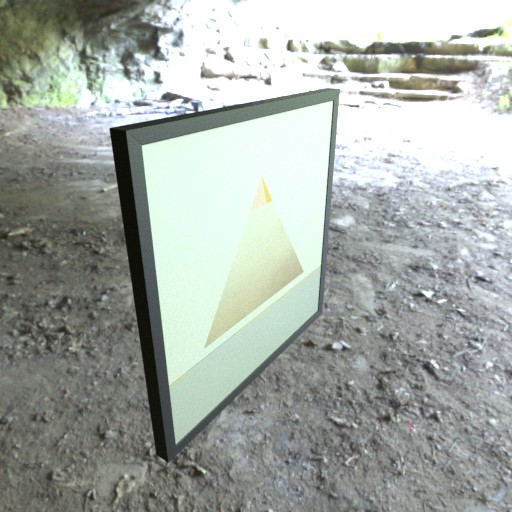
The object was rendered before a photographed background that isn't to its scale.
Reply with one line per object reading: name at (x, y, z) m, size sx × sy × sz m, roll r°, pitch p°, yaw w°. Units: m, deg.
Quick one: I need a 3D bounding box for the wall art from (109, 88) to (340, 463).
wall art at (0.000, 0.000, 0.776) m, size 0.028 × 0.511 × 0.513 m, roll 18°, pitch 31°, yaw 31°
